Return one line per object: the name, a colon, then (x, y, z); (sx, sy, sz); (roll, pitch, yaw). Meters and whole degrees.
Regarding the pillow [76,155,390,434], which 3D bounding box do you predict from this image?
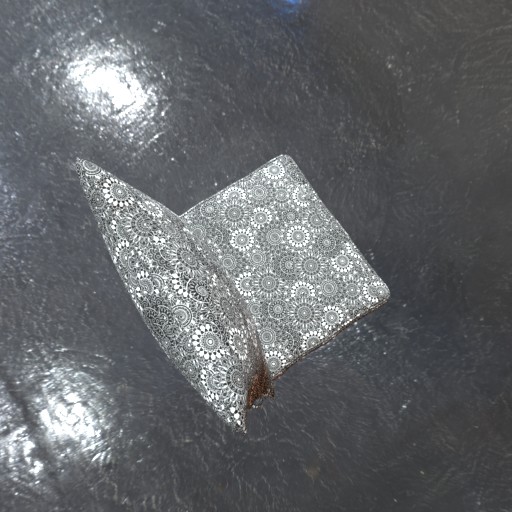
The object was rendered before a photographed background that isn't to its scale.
pillow: (0.000, 0.000, 1.388); (0.740, 0.722, 0.798); (-32, 77, -8)
